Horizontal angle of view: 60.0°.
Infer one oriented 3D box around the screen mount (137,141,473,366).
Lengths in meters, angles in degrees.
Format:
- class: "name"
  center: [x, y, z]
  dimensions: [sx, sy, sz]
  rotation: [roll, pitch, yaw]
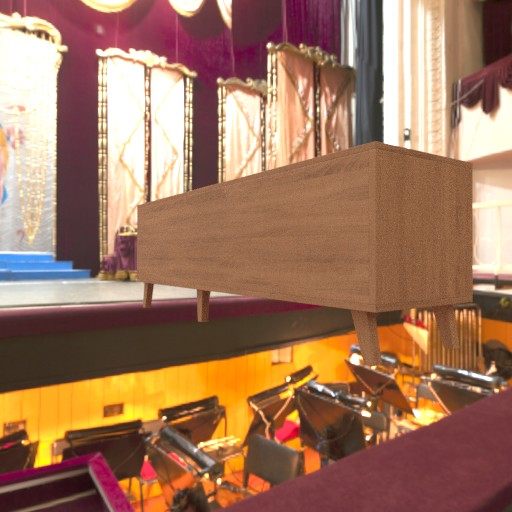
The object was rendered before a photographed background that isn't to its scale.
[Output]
- class: "screen mount"
  center: [0.000, 0.000, 1.715]
  dimensions: [0.400, 0.510, 1.500]
  rotation: [0, 0, -35]
